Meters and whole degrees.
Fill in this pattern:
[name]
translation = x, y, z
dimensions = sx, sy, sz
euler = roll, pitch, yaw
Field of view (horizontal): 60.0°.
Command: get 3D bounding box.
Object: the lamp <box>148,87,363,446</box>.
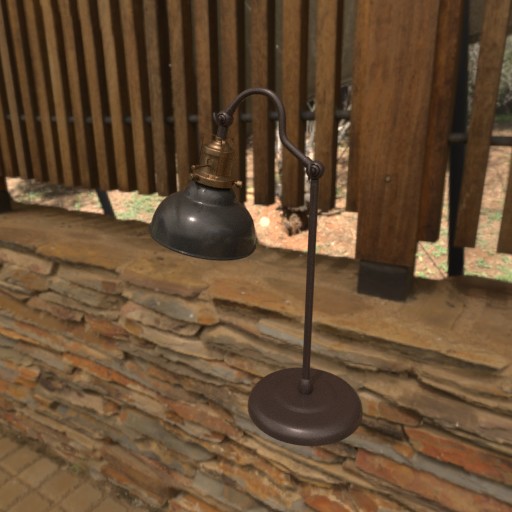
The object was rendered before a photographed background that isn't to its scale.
[lamp]
translation = 0.000, 0.000, 0.712
dimensions = 0.374, 0.508, 0.192
euler = 8, 19, 25
